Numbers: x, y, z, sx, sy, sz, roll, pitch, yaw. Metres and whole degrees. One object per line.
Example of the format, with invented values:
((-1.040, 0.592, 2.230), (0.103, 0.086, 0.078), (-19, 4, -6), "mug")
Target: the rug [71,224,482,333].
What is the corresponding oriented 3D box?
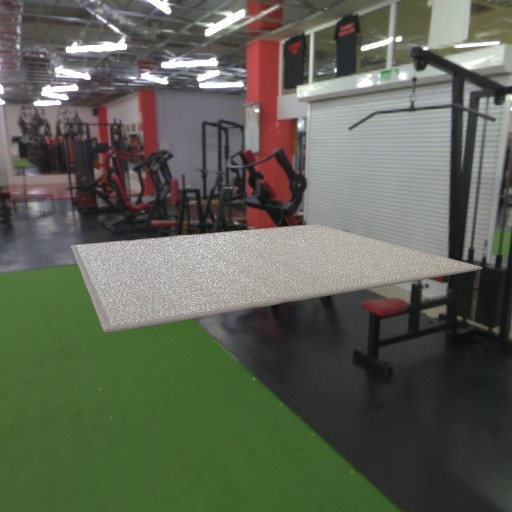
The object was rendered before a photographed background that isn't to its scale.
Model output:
((0.000, 0.000, 4.089), (3.007, 0.032, 2.434), (-7, 15, -25), "rug")
